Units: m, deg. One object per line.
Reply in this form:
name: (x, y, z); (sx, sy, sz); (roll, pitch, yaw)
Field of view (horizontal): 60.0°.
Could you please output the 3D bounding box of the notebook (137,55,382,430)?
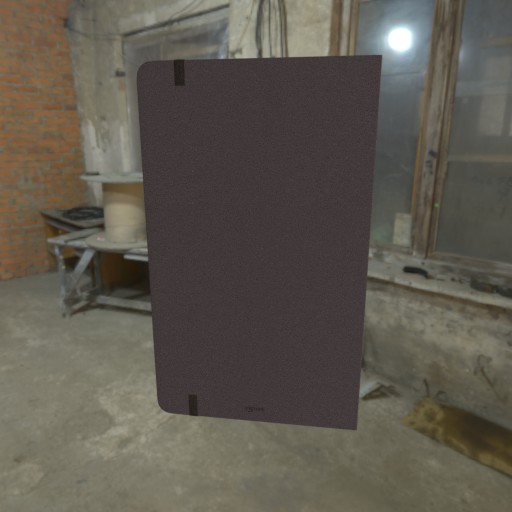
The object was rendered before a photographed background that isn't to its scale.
notebook: (0.000, 0.000, 0.260); (0.127, 0.213, 0.016); (2, 15, 8)
